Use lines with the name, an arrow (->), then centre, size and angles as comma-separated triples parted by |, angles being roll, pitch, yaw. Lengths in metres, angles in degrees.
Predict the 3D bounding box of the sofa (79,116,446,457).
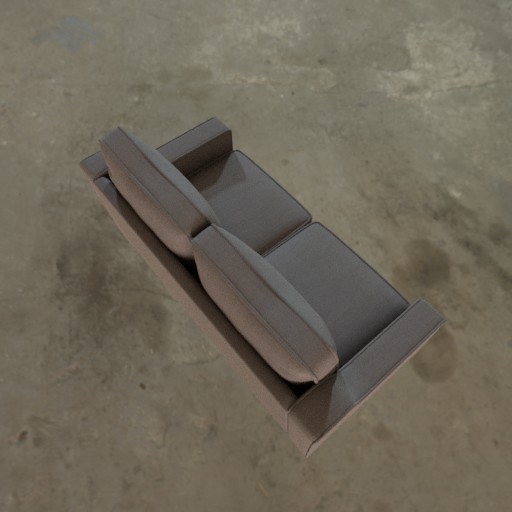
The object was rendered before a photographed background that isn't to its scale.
sofa -> 0.000, 0.000, 1.996 | 0.791, 0.948, 1.500 | -36, 65, -19
